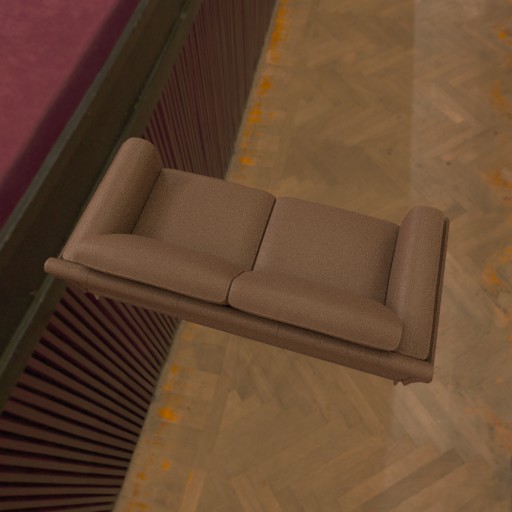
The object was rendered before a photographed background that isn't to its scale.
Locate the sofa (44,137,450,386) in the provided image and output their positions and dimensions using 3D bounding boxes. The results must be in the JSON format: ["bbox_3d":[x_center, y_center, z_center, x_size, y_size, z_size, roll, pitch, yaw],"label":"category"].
[{"bbox_3d":[0.000,0.000,2.631,2.101,0.930,1.049,15,64,8],"label":"sofa"}]
